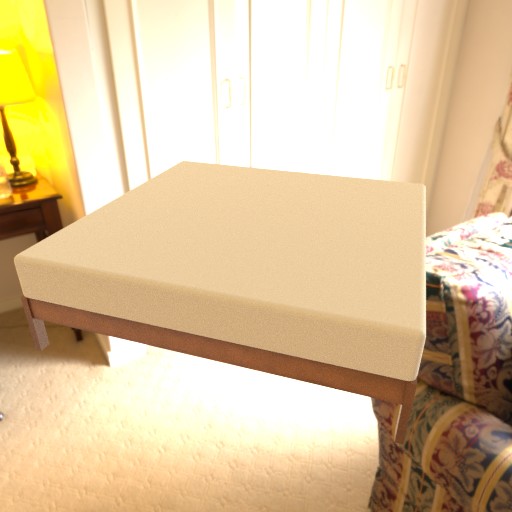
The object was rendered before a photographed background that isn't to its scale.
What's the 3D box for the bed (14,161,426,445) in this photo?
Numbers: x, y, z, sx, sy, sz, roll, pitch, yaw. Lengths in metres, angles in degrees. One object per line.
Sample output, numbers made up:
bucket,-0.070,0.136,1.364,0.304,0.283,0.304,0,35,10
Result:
bed,0.000,0.000,2.945,2.049,0.616,1.930,9,29,16
